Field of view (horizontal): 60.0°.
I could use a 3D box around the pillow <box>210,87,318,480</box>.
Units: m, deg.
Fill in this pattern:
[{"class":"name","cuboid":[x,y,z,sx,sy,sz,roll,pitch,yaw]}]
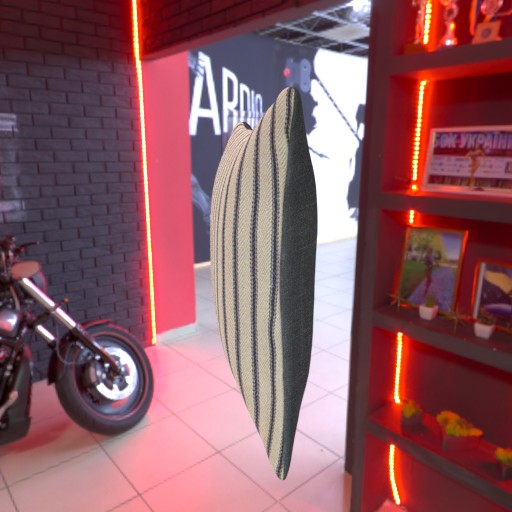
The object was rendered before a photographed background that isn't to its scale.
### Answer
[{"class":"pillow","cuboid":[0.000,0.000,0.702,0.138,0.444,0.468,-2,13,-8]}]
